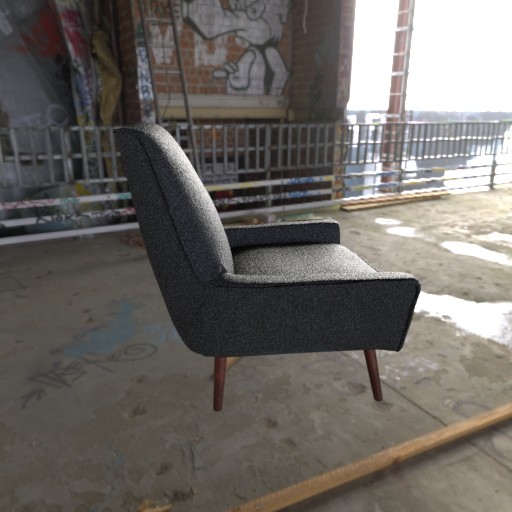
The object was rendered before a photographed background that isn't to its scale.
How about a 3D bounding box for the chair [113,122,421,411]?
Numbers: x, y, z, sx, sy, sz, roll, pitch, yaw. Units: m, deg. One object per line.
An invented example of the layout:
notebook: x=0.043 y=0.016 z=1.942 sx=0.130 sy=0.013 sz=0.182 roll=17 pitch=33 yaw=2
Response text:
chair: x=0.000 y=0.000 z=1.534 sx=0.859 sy=0.883 sz=0.763 roll=-3 pitch=18 yaw=-9
